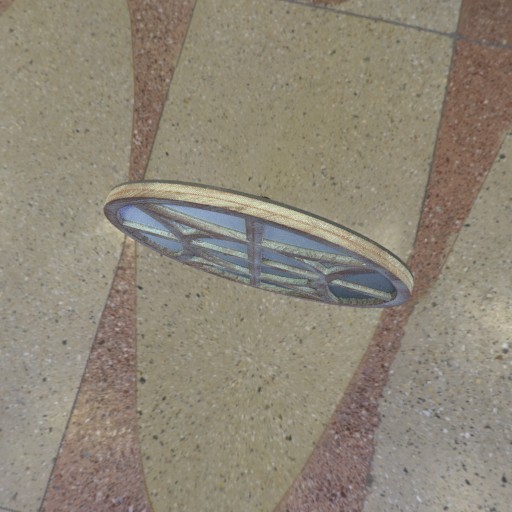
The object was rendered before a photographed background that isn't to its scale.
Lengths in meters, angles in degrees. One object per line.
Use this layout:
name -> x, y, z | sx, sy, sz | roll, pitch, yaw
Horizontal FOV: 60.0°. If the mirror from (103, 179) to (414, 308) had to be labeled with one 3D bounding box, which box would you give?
mirror -> 0.000, 0.000, 1.048 | 0.710, 0.710, 0.038 | 15, 77, 4
